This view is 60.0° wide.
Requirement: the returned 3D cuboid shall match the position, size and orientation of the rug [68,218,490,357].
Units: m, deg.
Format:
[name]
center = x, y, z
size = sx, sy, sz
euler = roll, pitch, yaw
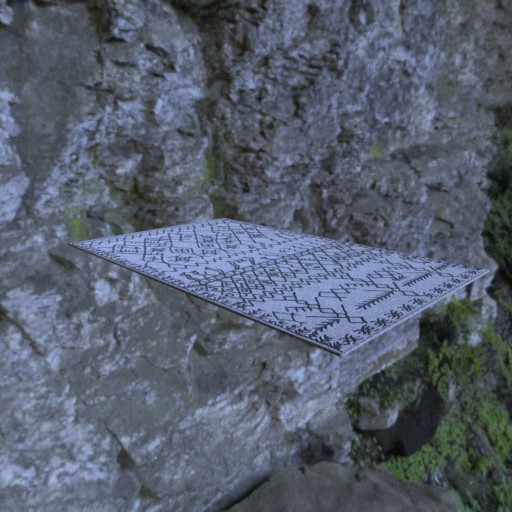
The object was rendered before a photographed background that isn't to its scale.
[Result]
[rug]
center = 0.000, 0.000, 2.975
size = 1.526, 0.012, 2.444
euler = -14, 21, -43
